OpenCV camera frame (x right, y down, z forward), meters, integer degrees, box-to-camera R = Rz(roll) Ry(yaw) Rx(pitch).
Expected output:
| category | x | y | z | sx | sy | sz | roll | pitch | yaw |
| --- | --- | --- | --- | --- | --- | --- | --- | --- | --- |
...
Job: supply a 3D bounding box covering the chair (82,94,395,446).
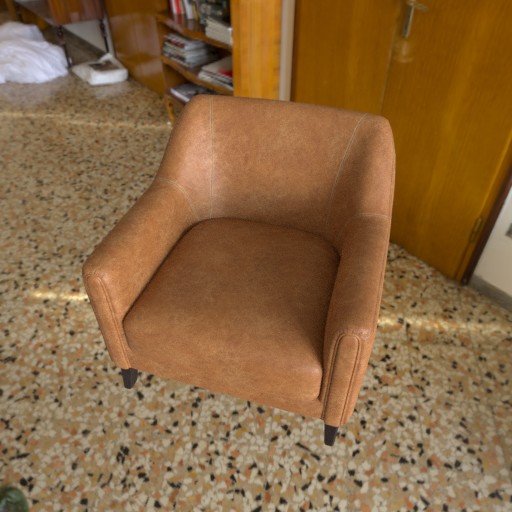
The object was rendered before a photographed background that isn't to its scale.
| category | x | y | z | sx | sy | sz | roll | pitch | yaw |
| --- | --- | --- | --- | --- | --- | --- | --- | --- | --- |
| chair | 0.000 | 0.000 | 1.883 | 1.037 | 0.980 | 1.034 | 11 | 42 | 13 |
